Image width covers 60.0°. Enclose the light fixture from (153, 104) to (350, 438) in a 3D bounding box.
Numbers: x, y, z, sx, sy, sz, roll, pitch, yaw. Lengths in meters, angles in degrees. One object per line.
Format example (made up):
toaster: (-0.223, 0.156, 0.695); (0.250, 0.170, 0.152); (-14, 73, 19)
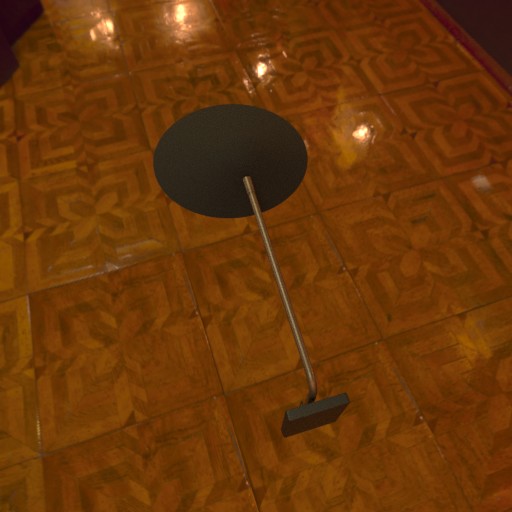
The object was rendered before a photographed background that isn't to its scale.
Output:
light fixture: (0.000, 0.000, 0.691); (0.240, 0.312, 0.516); (-14, 60, -9)
